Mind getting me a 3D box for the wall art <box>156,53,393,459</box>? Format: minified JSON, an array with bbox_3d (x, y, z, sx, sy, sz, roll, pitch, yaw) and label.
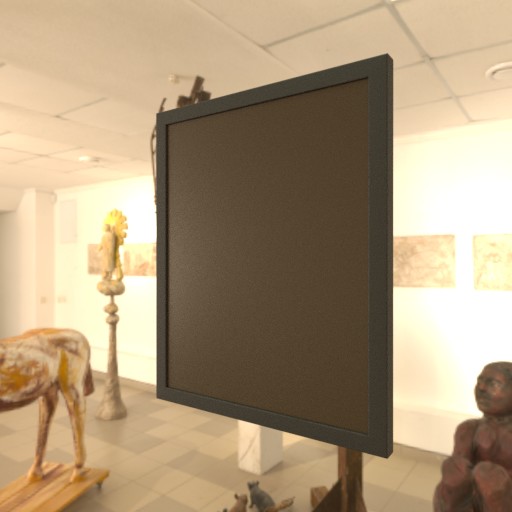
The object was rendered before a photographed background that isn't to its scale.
[{"bbox_3d":[0.000,0.000,0.749,0.457,0.558,0.028,0,0,35],"label":"wall art"}]
